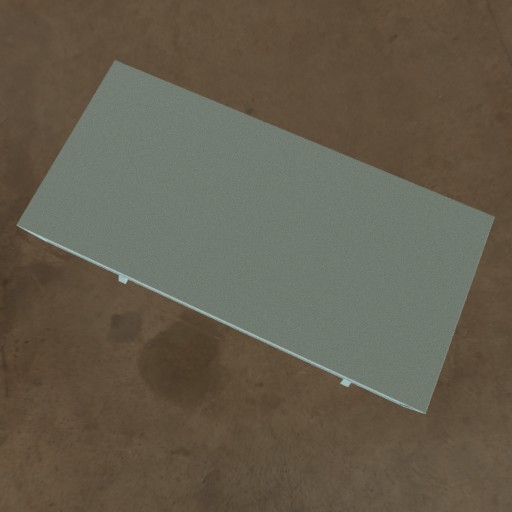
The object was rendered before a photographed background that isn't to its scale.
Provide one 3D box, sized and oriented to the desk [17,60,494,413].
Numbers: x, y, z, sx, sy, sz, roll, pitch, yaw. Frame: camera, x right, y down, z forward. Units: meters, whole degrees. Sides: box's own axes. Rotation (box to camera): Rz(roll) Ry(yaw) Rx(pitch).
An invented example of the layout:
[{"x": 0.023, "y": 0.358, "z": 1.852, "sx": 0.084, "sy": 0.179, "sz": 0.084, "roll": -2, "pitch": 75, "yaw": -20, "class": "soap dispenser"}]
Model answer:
[{"x": 0.000, "y": 0.000, "z": 1.465, "sx": 1.059, "sy": 0.780, "sz": 0.509, "roll": 24, "pitch": 78, "yaw": 5, "class": "desk"}]
